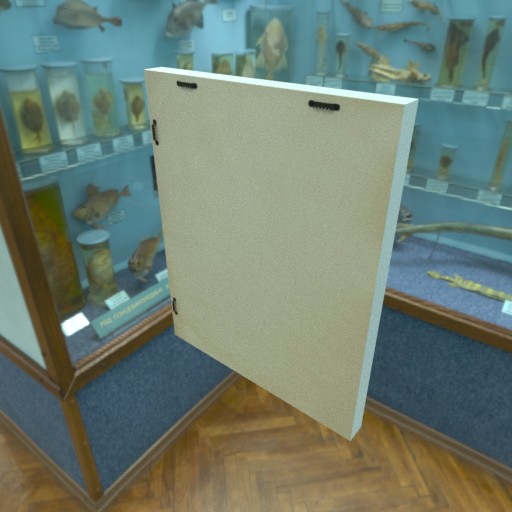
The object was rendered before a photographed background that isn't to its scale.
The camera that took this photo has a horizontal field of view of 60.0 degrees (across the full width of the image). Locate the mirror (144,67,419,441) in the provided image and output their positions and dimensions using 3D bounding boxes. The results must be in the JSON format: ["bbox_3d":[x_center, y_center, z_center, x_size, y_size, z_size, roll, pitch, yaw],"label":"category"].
[{"bbox_3d":[0.000,0.000,0.687,0.406,0.509,0.041,22,37,33],"label":"mirror"}]
